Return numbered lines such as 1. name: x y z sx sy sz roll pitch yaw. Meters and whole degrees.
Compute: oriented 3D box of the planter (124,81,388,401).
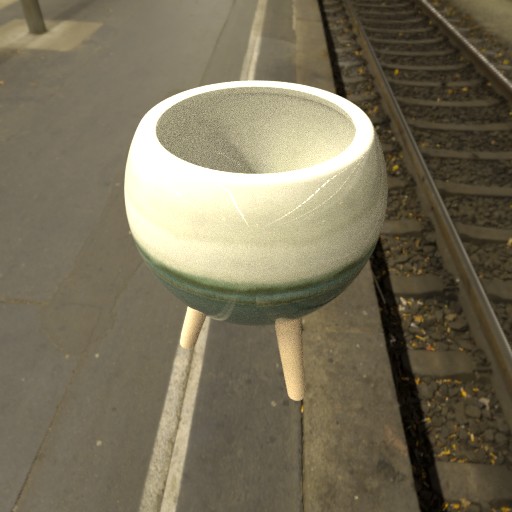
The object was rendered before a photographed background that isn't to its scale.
1. planter: 0.000 0.000 0.436 0.222 0.278 0.222 0 41 0
